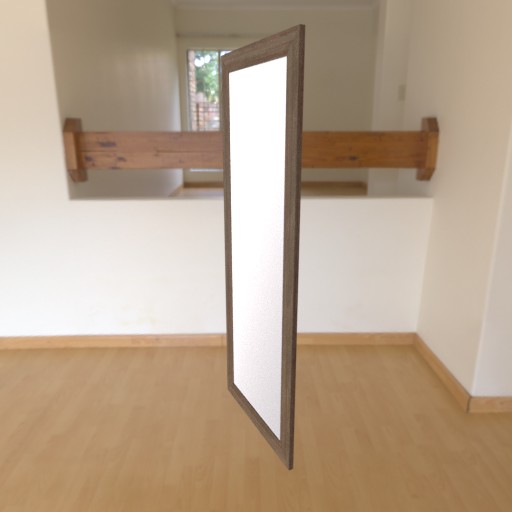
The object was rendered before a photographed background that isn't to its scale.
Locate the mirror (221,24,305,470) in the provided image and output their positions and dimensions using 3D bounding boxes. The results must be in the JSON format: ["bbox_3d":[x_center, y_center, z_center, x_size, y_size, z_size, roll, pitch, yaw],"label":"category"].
[{"bbox_3d":[0.000,0.000,2.310,0.025,2.032,0.812,-7,17,-25],"label":"mirror"}]
